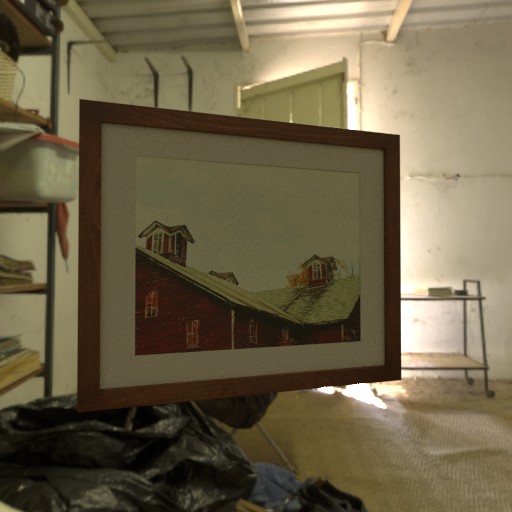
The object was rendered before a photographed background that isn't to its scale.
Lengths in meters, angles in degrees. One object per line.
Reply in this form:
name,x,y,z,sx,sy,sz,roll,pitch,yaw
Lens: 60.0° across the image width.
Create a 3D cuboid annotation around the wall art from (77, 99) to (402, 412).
wall art,0.000,0.000,0.751,0.558,0.457,0.033,0,-1,-19
